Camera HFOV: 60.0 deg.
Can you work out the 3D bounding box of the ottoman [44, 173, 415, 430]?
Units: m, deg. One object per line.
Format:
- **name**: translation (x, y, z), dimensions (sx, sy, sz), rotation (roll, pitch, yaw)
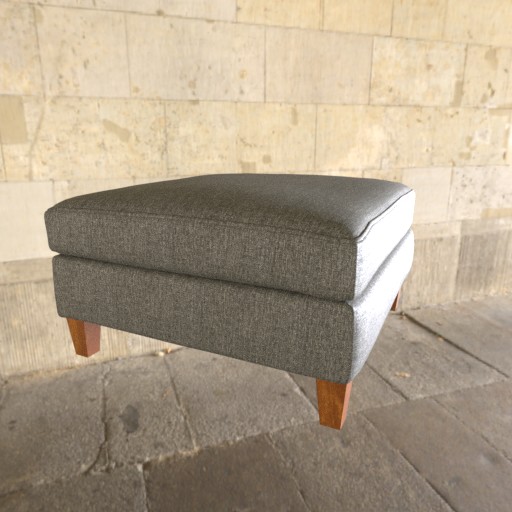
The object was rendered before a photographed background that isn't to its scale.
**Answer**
- **ottoman**: translation (0.000, 0.000, 1.358), dimensions (0.838, 0.481, 0.838), rotation (7, 17, 25)
